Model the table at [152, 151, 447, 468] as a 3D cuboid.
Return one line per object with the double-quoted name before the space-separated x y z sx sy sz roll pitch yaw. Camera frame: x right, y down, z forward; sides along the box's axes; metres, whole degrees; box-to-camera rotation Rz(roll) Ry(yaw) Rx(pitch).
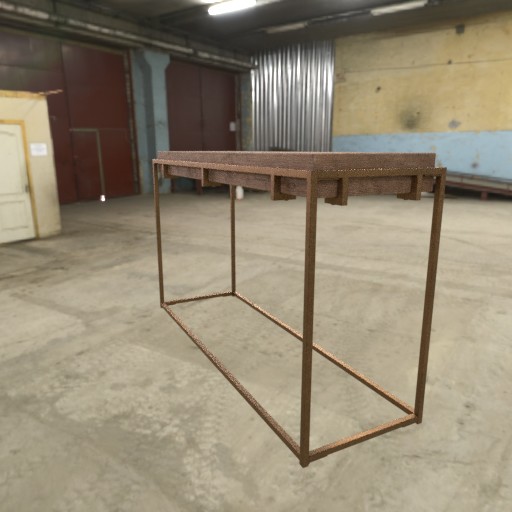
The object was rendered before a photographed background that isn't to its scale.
"table" 0.000 0.000 1.792 0.440 0.820 1.400 -7 15 -26
